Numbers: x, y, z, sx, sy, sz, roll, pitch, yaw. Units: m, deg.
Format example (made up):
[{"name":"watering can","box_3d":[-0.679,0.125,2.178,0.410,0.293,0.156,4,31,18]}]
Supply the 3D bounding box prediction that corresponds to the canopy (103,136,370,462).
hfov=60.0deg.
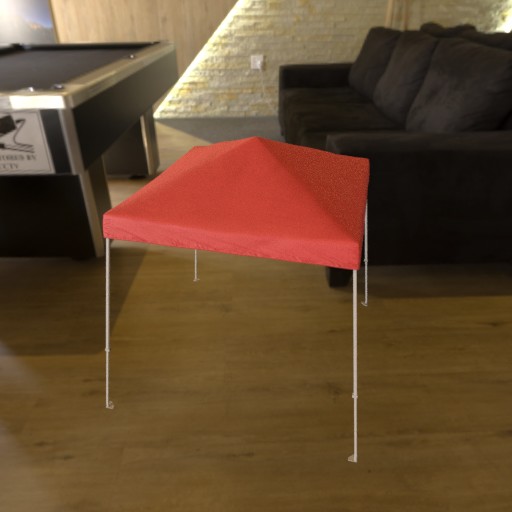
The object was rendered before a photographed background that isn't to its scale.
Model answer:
[{"name":"canopy","box_3d":[0.000,0.000,6.697,3.599,3.600,3.600,7,31,12]}]
